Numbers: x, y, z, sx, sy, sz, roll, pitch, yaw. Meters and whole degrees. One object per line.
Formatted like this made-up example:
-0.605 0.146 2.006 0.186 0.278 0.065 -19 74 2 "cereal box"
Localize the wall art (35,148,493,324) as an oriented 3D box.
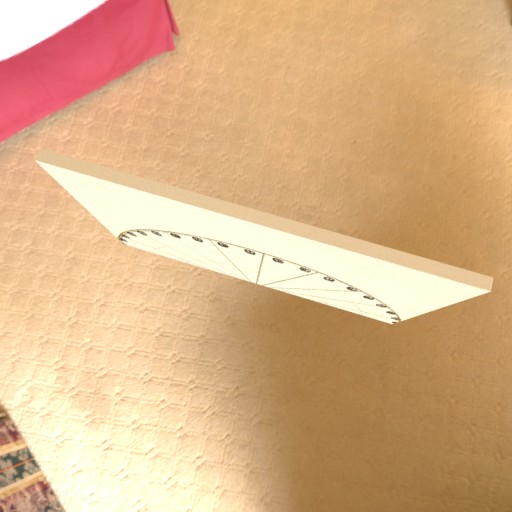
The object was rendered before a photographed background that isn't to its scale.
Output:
0.000 0.000 1.439 1.144 0.767 0.038 16 76 4 "wall art"
